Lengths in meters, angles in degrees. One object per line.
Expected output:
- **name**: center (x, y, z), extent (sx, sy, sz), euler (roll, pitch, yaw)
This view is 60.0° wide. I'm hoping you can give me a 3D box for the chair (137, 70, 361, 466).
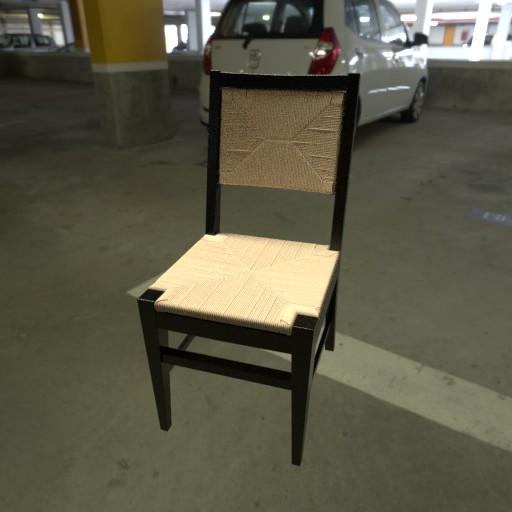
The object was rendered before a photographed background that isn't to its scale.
- **chair**: center (0.000, 0.000, 1.238), extent (0.437, 0.927, 0.552), euler (8, 27, 16)
